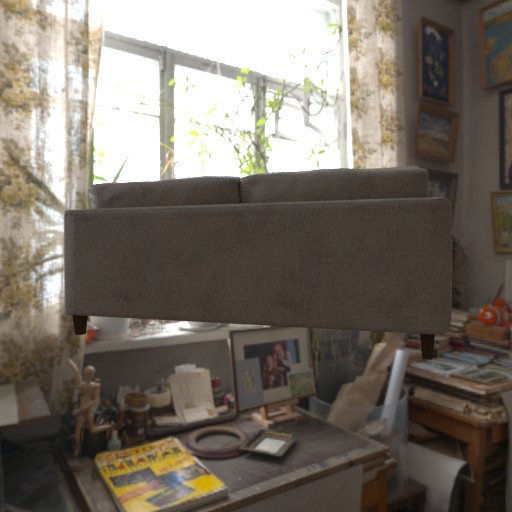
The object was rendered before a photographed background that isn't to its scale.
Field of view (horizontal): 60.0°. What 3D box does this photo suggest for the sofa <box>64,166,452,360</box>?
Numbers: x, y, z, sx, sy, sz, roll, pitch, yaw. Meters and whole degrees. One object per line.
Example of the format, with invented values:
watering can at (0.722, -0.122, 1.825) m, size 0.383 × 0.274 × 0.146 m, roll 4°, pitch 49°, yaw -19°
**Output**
sofa at (0.000, 0.000, 2.815) m, size 2.208 × 0.965 × 0.951 m, roll 0°, pitch 1°, yaw 18°
